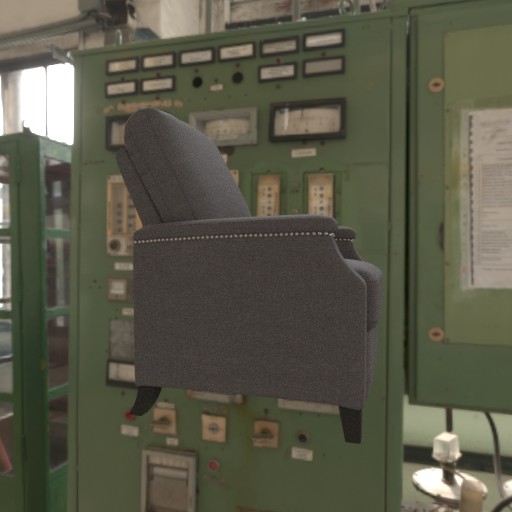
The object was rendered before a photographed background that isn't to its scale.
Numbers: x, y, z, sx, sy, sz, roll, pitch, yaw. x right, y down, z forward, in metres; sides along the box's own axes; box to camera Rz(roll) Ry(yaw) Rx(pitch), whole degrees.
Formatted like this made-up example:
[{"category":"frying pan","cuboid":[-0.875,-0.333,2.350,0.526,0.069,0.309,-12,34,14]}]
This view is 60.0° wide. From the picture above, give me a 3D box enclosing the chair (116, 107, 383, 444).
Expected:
[{"category":"chair","cuboid":[0.000,0.000,1.687,0.922,1.049,0.710,0,0,18]}]
